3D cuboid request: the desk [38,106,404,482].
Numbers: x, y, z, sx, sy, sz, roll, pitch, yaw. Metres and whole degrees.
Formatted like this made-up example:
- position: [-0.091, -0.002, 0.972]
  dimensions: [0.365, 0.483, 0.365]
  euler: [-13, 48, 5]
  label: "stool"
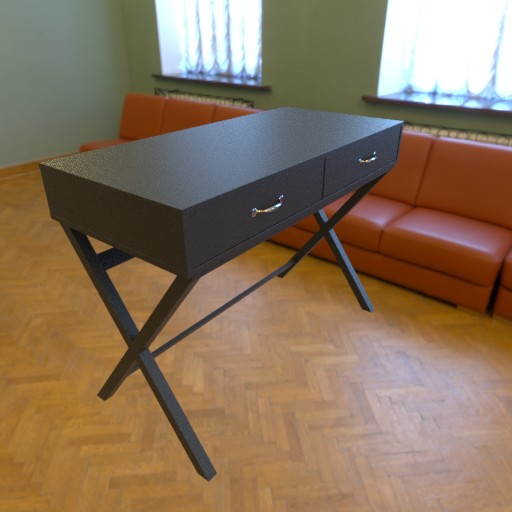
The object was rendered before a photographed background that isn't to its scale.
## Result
- position: [0.000, 0.000, 1.489]
  dimensions: [0.525, 0.780, 1.057]
  euler: [20, 34, 33]
  label: "desk"
